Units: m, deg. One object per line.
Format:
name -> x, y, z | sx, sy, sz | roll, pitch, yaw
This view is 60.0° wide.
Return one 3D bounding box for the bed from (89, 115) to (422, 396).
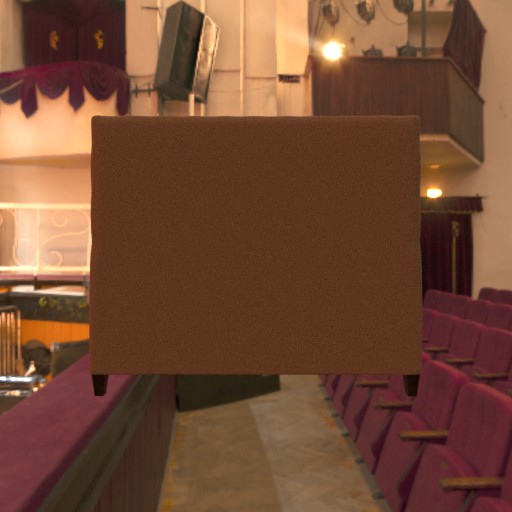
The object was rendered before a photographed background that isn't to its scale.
bed -> 0.000, 0.000, 3.332 | 1.696, 1.426, 2.233 | 0, 0, 0
